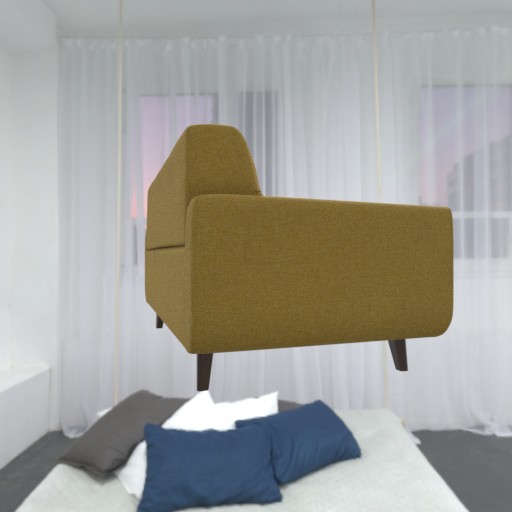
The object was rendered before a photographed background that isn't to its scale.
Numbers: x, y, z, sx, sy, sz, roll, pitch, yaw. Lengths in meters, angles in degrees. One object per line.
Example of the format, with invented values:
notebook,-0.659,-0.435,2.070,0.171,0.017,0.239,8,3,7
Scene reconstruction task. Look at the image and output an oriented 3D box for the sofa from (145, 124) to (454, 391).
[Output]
sofa,0.000,0.000,2.111,0.909,0.841,1.631,0,0,-18
